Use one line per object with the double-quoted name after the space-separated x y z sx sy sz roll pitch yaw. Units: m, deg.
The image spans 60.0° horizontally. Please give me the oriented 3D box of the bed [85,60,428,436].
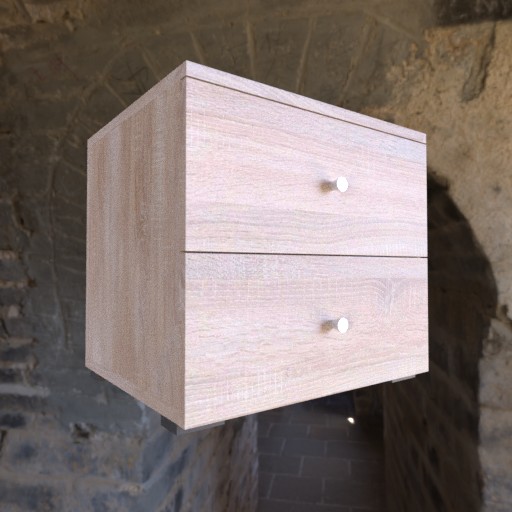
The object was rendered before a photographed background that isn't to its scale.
0.000 0.000 0.768 0.460 0.420 0.401 1 -2 -36 "bed"
